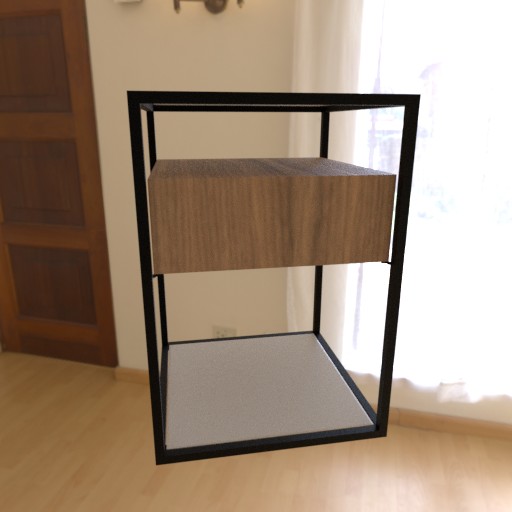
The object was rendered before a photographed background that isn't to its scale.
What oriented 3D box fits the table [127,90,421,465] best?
[{"bbox_3d":[0.000,0.000,0.812,0.378,0.540,0.378,-3,17,-10],"label":"table"}]
